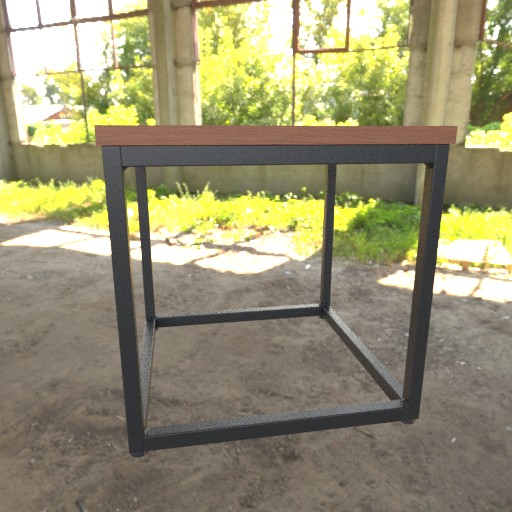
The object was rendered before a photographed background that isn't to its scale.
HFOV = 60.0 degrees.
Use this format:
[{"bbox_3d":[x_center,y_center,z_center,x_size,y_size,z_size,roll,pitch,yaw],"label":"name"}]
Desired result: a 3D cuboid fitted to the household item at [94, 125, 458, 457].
[{"bbox_3d":[0.000,0.000,0.719,0.400,0.400,0.400,-3,16,-10],"label":"household item"}]
